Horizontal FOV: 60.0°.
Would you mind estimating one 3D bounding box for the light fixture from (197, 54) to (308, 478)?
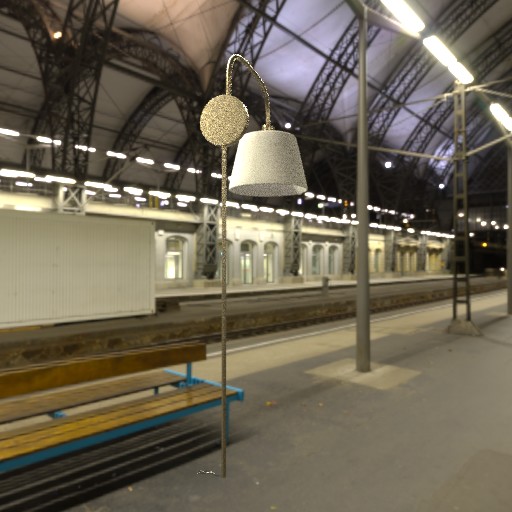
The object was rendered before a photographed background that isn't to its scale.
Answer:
[{"bbox_3d":[0.000,0.000,0.480,0.092,0.399,0.176,0,-1,20],"label":"light fixture"}]
